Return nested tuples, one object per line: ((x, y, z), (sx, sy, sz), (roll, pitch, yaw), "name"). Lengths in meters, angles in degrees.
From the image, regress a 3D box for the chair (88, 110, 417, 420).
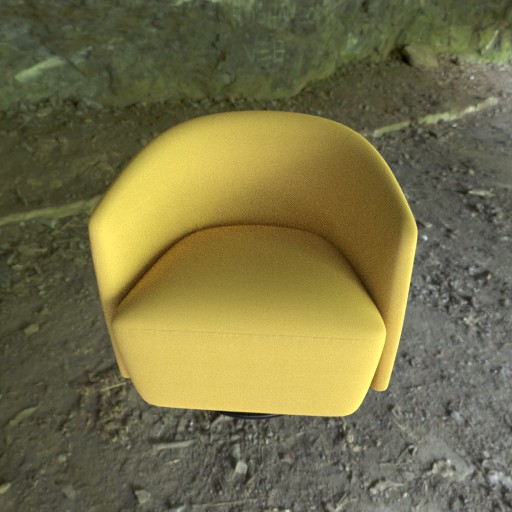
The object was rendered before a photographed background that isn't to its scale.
((0.000, 0.000, 1.336), (0.773, 0.698, 0.767), (2, 31, 3), "chair")
